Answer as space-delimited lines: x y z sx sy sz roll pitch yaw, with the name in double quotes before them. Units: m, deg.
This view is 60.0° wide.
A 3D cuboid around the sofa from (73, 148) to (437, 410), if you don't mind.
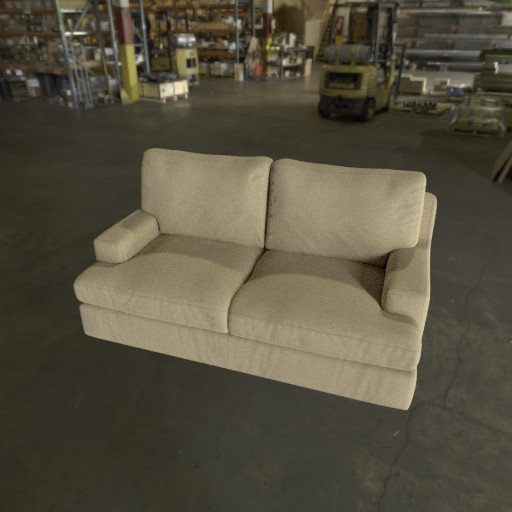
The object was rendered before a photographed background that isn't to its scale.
"sofa" 0.000 0.000 2.534 1.885 0.967 0.962 9 29 17
